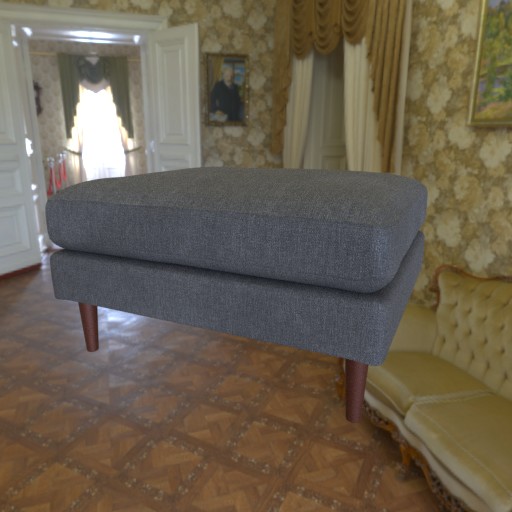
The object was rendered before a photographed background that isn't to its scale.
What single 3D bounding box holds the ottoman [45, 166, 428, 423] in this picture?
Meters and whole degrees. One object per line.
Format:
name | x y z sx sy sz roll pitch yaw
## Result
ottoman | 0.000 0.000 1.227 0.821 0.474 0.693 7 17 24
